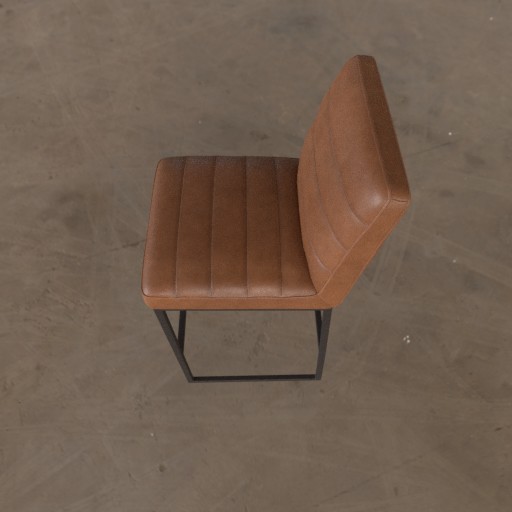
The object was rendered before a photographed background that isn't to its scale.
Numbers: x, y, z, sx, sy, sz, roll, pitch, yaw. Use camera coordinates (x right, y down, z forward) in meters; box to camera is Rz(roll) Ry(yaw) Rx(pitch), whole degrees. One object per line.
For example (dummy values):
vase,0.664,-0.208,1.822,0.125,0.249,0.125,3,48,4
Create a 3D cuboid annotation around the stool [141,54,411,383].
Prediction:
stool,0.000,0.000,1.306,0.556,1.040,0.458,-1,58,-1
